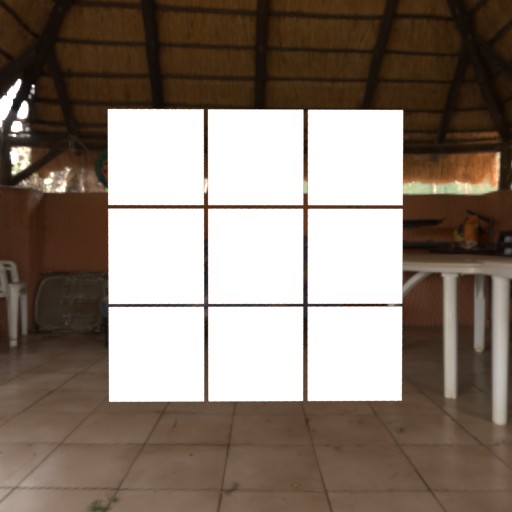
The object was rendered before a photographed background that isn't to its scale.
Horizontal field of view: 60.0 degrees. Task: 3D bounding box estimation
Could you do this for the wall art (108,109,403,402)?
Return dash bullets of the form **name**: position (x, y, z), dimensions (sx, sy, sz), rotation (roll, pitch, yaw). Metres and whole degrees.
- **wall art**: position (0.000, 0.000, 1.902), dimensions (1.256, 1.246, 0.017), rotation (0, 1, -1)
